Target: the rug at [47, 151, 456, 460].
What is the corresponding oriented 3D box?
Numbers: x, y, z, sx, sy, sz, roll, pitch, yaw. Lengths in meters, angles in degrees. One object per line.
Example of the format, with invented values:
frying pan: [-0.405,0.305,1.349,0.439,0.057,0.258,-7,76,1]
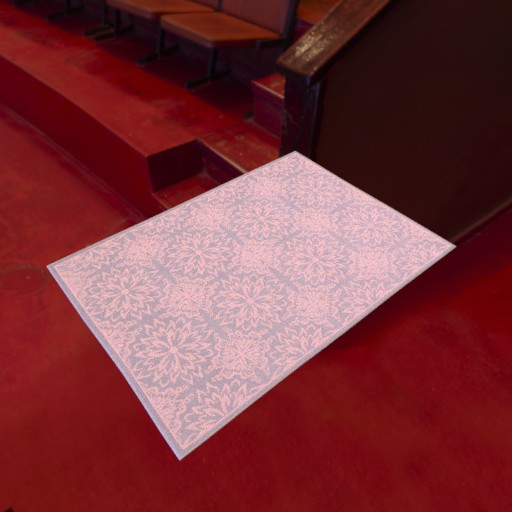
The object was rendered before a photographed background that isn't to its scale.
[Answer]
rug: [0.000,0.000,2.932,2.205,0.014,1.589,-30,52,-27]
